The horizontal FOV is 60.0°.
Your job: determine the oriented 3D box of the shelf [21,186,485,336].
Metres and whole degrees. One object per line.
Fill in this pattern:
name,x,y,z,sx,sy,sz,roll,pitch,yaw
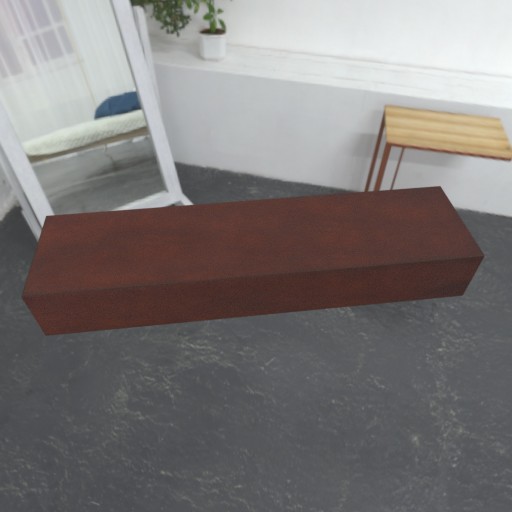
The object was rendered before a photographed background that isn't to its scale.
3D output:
shelf,0.000,0.000,0.659,0.607,0.088,0.152,-5,47,-5
